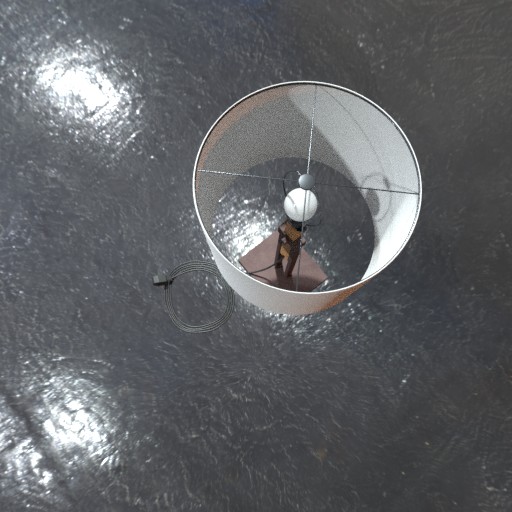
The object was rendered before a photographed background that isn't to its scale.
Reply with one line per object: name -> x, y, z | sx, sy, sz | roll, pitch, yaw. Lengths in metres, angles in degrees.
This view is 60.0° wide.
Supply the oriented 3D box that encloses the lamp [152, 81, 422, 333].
lamp -> 0.000, 0.000, 1.001 | 0.525, 0.668, 0.396 | -38, 79, -9
